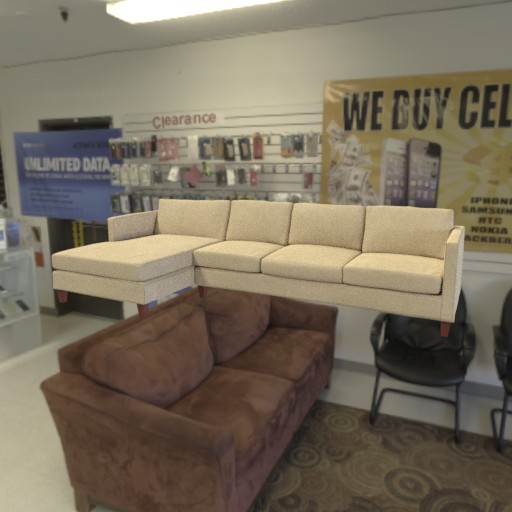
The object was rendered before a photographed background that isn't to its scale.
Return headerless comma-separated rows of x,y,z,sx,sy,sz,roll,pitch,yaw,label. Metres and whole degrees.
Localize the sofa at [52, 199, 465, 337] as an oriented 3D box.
0.000,0.000,3.808,3.186,0.846,1.625,6,13,26,sofa
